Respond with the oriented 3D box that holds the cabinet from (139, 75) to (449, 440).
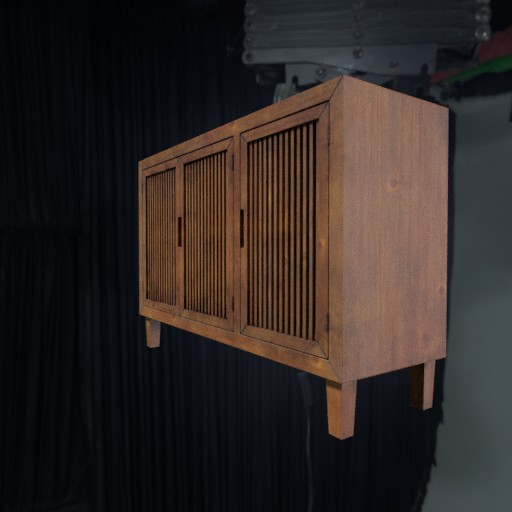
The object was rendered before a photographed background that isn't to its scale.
[{"bbox_3d":[0.000,0.000,1.563,0.403,0.805,1.204,-1,2,-35],"label":"cabinet"}]
